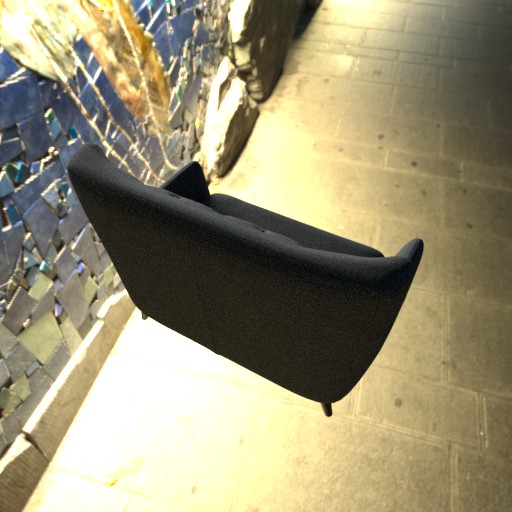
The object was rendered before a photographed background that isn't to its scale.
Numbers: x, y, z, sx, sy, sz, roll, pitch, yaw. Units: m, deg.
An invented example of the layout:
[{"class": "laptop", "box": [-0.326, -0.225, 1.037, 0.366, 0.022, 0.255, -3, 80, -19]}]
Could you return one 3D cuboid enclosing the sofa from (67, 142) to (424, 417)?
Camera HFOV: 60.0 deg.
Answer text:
[{"class": "sofa", "box": [0.000, 0.000, 2.037, 1.358, 1.028, 0.874, 23, 50, 20]}]
